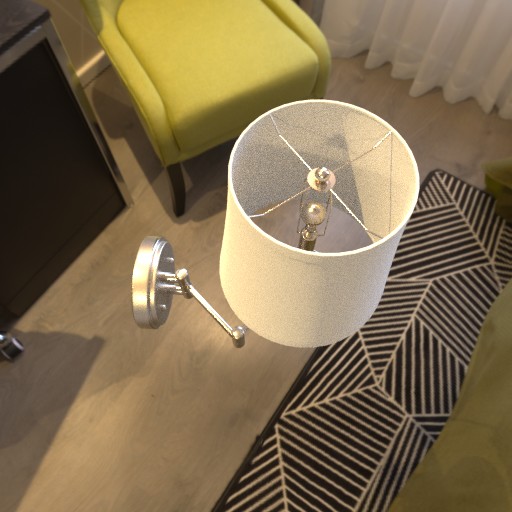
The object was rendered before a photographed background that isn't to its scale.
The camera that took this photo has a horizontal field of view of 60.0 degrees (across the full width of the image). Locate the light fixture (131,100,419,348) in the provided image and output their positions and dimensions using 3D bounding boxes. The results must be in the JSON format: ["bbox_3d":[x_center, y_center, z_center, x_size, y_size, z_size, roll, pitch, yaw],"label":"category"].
[{"bbox_3d":[0.000,0.000,0.583,0.348,0.381,0.223,4,64,2],"label":"light fixture"}]
